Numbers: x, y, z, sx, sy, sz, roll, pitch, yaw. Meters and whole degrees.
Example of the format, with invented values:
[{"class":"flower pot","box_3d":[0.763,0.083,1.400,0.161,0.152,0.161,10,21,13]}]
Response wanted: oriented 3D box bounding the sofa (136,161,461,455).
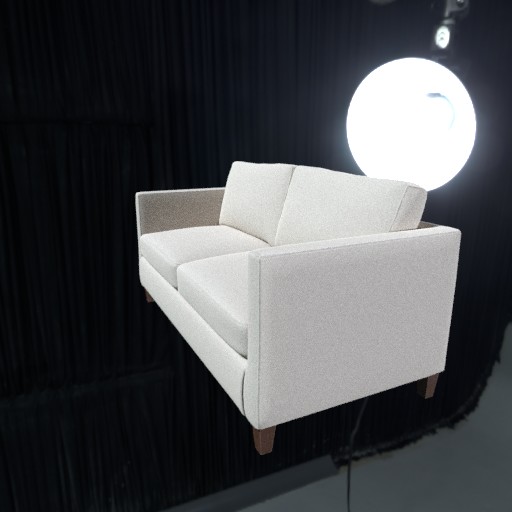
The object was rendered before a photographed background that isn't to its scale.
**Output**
[{"class":"sofa","box_3d":[0.000,0.000,2.238,0.873,0.888,1.722,-7,17,-26]}]
